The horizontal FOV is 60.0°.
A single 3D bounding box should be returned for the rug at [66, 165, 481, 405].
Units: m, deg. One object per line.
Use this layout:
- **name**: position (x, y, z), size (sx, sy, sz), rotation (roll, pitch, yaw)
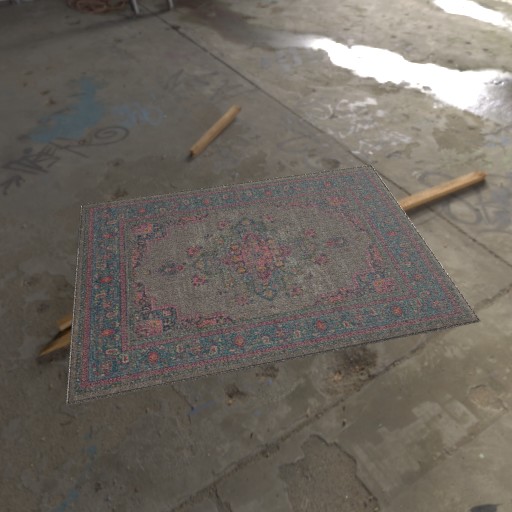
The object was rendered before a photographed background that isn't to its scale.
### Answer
- **rug**: position (0.000, 0.000, 3.664), size (2.890, 0.013, 2.005), rotation (-9, 47, -9)
